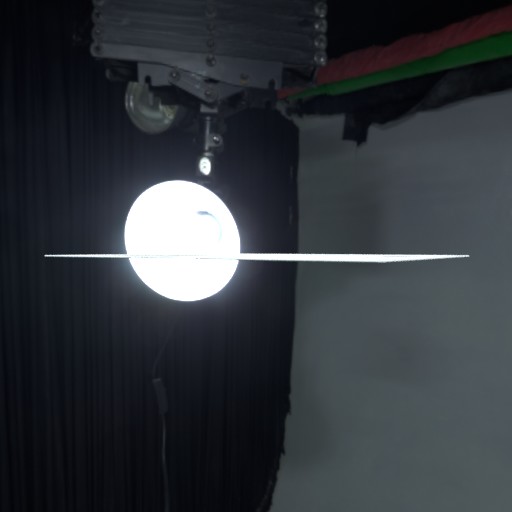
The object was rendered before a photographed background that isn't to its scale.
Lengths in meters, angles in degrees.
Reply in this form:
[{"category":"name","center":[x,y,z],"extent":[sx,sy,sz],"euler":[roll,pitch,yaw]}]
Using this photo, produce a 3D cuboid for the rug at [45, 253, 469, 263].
[{"category":"rug","center":[0.000,0.000,2.740],"extent":[2.142,0.010,1.533],"euler":[1,1,36]}]
